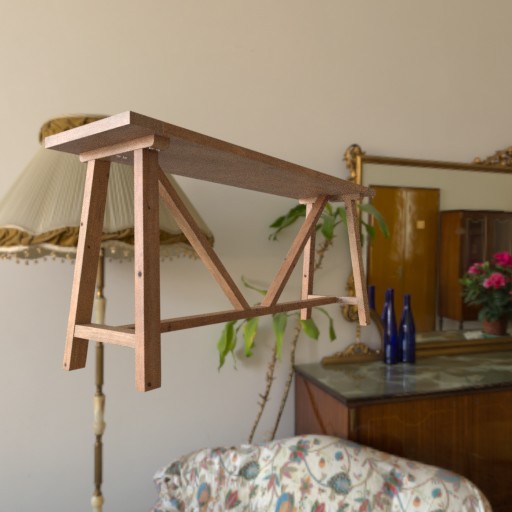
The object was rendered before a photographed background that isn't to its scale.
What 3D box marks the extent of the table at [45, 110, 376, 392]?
[{"bbox_3d":[0.000,0.000,2.105,0.465,0.810,1.800,0,0,37],"label":"table"}]
